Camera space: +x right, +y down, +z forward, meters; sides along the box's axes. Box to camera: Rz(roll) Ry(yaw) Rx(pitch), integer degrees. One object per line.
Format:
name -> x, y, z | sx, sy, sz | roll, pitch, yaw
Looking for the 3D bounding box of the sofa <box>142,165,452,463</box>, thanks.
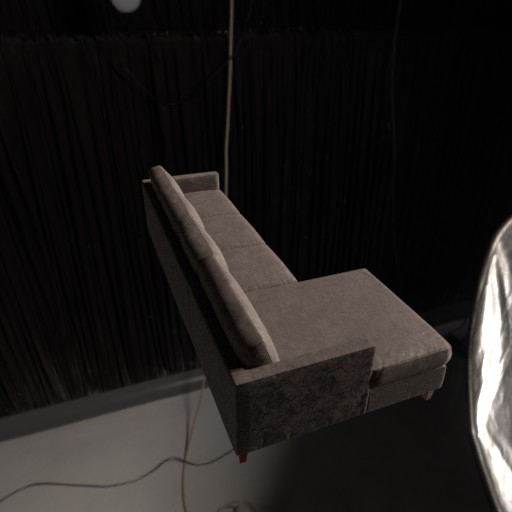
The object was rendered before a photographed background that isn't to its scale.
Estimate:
sofa -> 0.000, 0.000, 4.200 | 1.606, 0.954, 3.471 | -11, 32, -18
